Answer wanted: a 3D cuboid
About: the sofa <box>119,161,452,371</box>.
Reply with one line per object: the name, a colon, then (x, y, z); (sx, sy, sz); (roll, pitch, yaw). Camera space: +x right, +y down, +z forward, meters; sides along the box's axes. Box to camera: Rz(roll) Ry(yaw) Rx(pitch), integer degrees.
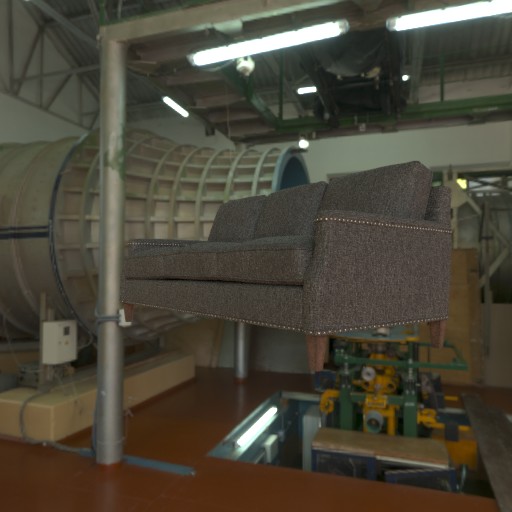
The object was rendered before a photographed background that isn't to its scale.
sofa: (0.000, 0.000, 2.953); (1.084, 1.003, 2.246); (1, -2, -37)
